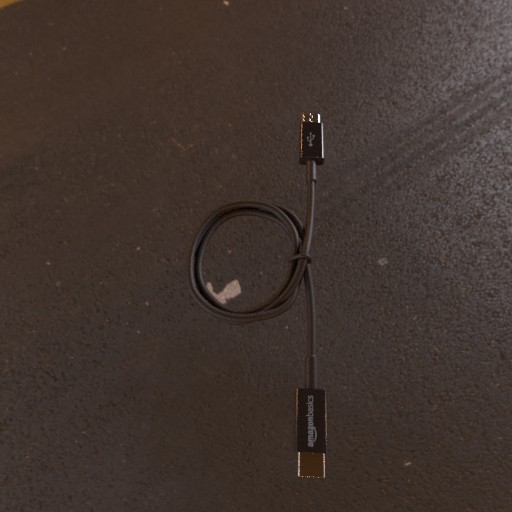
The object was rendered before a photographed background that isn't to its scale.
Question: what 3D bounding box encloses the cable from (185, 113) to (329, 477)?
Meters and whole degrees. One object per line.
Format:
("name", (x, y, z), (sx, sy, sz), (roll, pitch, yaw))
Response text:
("cable", (0.000, 0.000, 0.218), (0.070, 0.014, 0.192), (3, 64, 1))
